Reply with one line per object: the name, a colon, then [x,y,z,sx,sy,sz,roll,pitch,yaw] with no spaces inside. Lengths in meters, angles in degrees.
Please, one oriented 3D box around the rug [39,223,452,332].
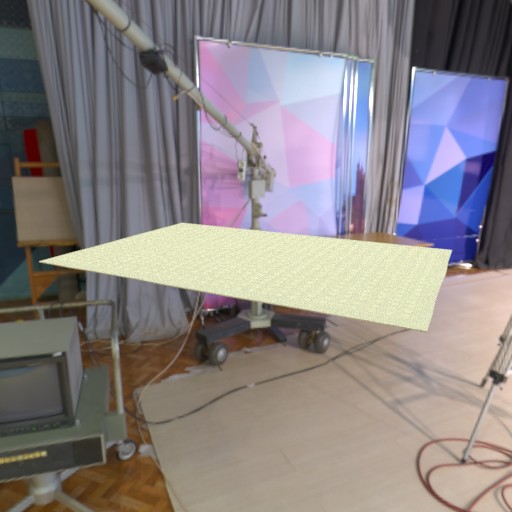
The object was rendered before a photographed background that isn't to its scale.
rug: [0.000,0.000,2.222,1.747,0.006,1.143,7,16,26]
